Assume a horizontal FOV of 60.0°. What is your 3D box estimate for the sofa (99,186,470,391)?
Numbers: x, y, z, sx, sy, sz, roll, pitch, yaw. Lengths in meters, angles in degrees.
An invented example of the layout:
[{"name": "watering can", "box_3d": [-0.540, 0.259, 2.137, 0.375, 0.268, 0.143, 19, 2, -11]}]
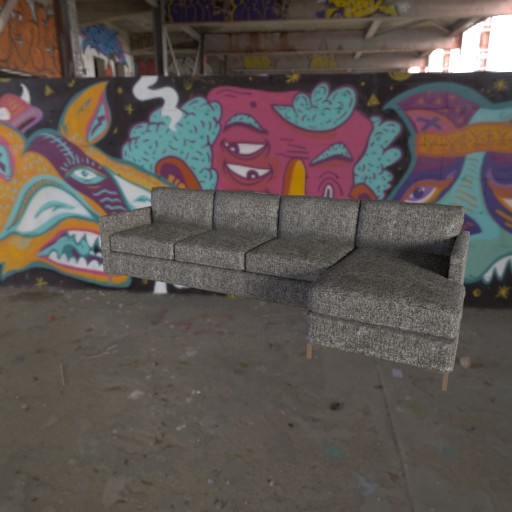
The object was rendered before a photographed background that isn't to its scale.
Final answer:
[{"name": "sofa", "box_3d": [0.000, 0.000, 3.905, 3.384, 0.970, 1.488, 8, 17, 26]}]
